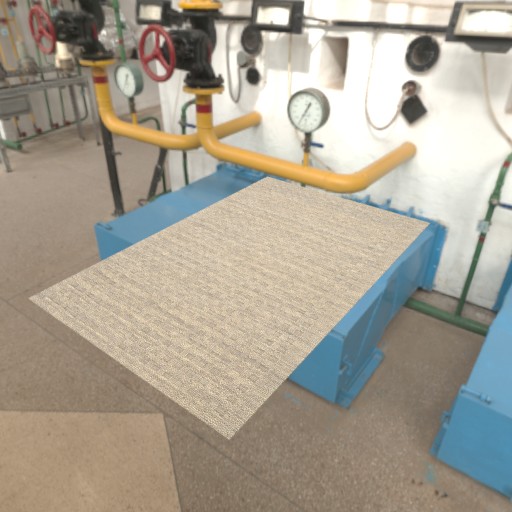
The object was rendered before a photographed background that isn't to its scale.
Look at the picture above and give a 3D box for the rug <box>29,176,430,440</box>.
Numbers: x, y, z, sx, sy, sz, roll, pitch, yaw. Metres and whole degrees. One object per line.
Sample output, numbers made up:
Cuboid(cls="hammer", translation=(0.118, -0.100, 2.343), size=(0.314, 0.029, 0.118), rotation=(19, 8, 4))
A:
Cuboid(cls="rug", translation=(0.000, 0.000, 2.217), size=(1.142, 0.006, 1.752), rotation=(22, 38, 31))
